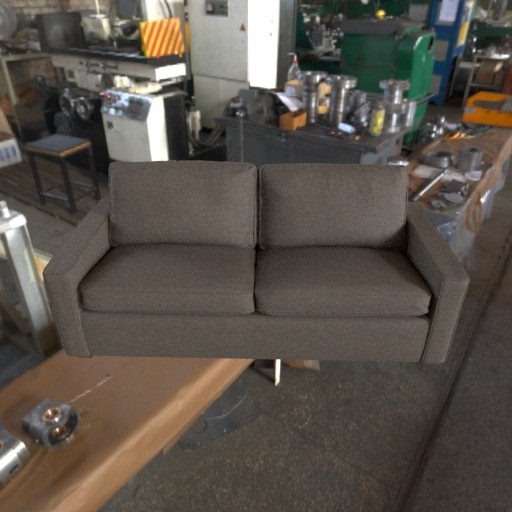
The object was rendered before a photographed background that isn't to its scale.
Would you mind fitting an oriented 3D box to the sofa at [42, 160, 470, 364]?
[{"bbox_3d":[0.000,0.000,2.556,2.080,0.919,0.940,1,31,1],"label":"sofa"}]
